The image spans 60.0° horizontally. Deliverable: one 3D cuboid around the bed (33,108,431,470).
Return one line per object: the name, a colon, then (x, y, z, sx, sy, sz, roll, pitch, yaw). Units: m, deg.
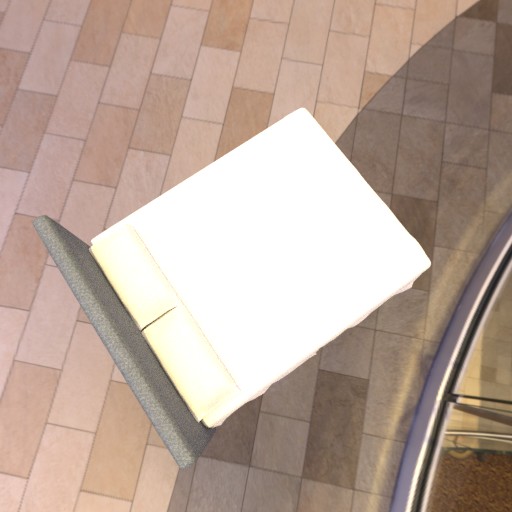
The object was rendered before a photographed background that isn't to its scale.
bed: (0.000, 0.000, 3.193, 2.142, 1.330, 1.723, -34, 78, -8)
